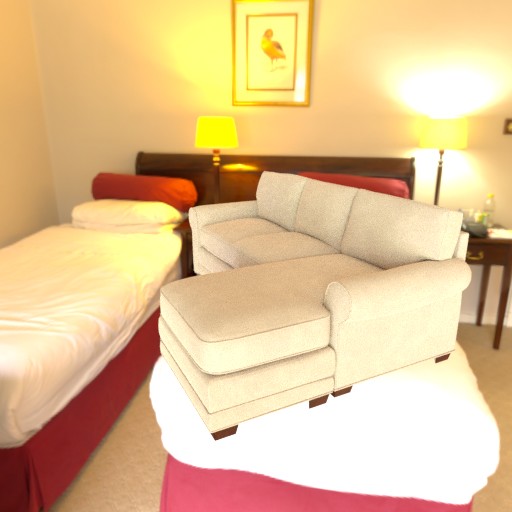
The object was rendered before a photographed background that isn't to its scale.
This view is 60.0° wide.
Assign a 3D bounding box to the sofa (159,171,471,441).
[{"bbox_3d":[0.000,0.000,2.376,1.226,0.734,1.770,-9,19,-26],"label":"sofa"}]
